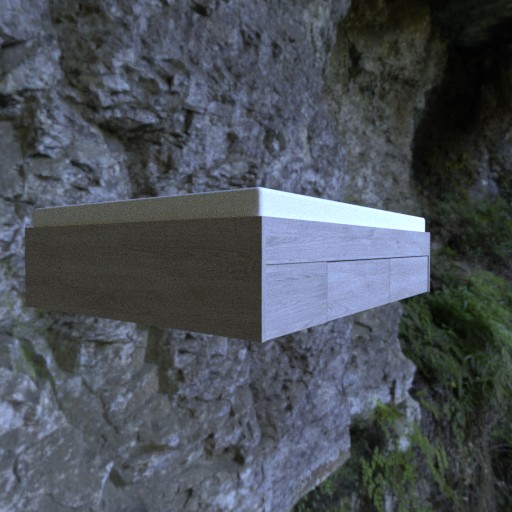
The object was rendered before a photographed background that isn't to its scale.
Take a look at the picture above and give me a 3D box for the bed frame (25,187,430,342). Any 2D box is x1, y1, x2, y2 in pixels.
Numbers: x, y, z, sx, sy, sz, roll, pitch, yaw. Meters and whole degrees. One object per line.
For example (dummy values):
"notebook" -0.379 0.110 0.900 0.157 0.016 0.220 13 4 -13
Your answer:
"bed frame" 0.000 0.000 2.583 1.448 0.490 1.944 1 1 36
